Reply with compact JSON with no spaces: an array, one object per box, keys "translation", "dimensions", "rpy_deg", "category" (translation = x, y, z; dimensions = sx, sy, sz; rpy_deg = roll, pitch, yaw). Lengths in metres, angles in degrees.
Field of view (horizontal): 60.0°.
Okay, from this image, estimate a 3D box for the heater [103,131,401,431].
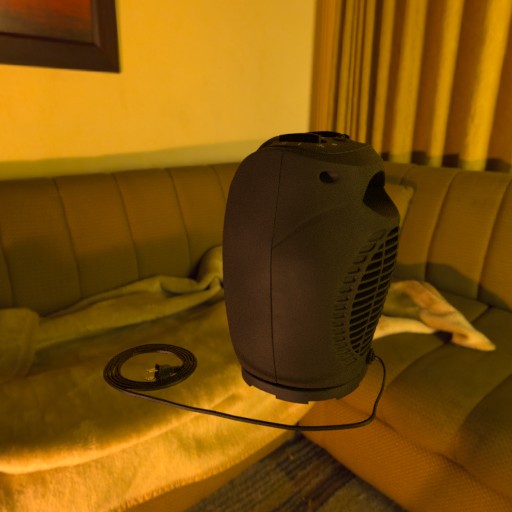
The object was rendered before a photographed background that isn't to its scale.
[{"translation":[0.000,0.000,0.471],"dimensions":[0.291,0.255,0.239],"rpy_deg":[9,20,26],"category":"heater"}]
